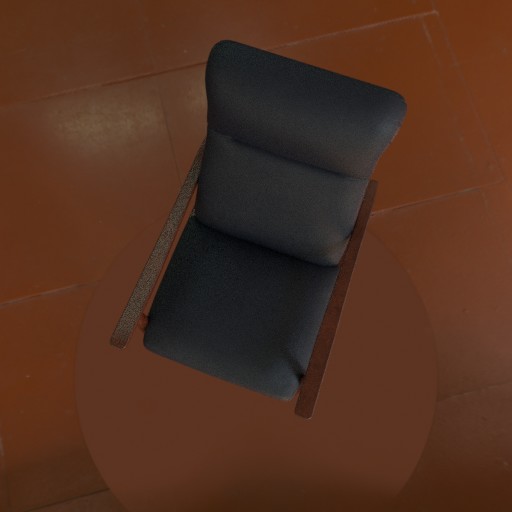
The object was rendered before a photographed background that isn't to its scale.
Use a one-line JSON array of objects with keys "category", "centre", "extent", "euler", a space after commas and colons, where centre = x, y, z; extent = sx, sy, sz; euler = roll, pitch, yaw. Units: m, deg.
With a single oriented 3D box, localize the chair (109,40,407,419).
[{"category": "chair", "centre": [0.000, 0.000, 1.747], "extent": [0.762, 1.082, 1.014], "euler": [19, 78, 4]}]
